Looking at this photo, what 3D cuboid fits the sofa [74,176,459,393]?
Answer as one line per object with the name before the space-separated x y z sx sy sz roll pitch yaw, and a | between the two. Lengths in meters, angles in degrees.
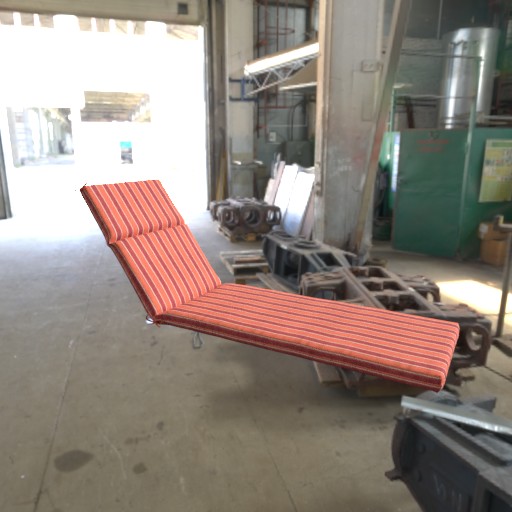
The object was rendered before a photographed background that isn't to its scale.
sofa | 0.000 0.000 1.962 1.663 0.622 0.582 8 16 29
